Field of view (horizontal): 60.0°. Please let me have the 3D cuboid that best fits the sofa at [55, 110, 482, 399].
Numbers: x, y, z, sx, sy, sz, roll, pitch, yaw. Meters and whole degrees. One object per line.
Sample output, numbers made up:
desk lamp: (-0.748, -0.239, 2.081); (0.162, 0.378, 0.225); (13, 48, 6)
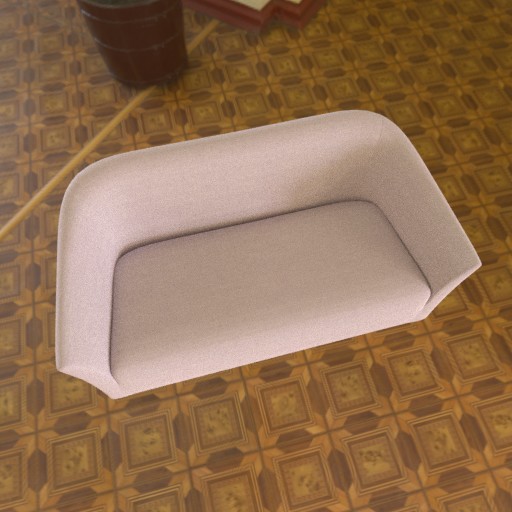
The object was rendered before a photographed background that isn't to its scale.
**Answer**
sofa: (0.000, 0.000, 1.794); (1.452, 0.721, 0.705); (-13, 63, -7)
